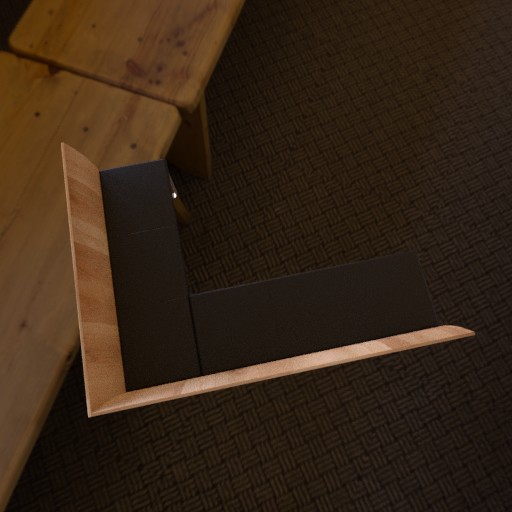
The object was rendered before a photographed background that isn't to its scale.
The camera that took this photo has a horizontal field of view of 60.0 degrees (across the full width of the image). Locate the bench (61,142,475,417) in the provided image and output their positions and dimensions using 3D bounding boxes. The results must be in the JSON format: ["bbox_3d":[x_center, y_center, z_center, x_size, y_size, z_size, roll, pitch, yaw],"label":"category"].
[{"bbox_3d":[0.000,0.000,2.814,1.945,0.930,1.495,-11,75,-3],"label":"bench"}]
